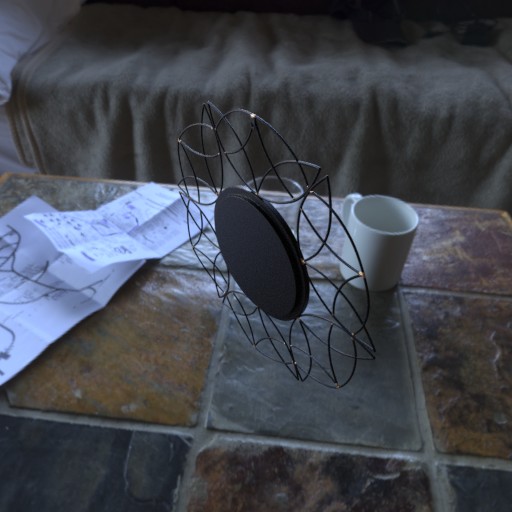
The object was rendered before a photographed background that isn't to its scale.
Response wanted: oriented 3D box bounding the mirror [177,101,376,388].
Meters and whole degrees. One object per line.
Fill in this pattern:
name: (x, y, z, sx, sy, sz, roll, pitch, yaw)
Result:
mirror: (0.000, 0.000, 1.151, 0.028, 0.775, 0.797, -28, 49, -27)
